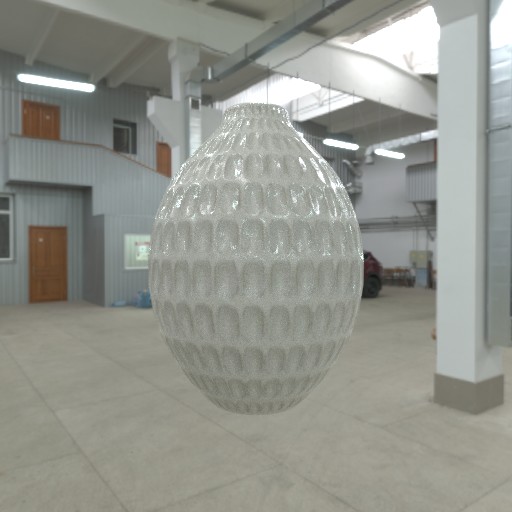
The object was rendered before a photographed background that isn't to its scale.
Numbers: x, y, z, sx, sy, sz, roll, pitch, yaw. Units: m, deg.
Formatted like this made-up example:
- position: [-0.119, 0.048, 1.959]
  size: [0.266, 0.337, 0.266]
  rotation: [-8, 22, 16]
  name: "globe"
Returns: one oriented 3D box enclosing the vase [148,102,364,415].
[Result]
- position: [0.000, 0.000, 0.343]
  size: [0.162, 0.223, 0.162]
  rotation: [0, 1, 0]
  name: "vase"
